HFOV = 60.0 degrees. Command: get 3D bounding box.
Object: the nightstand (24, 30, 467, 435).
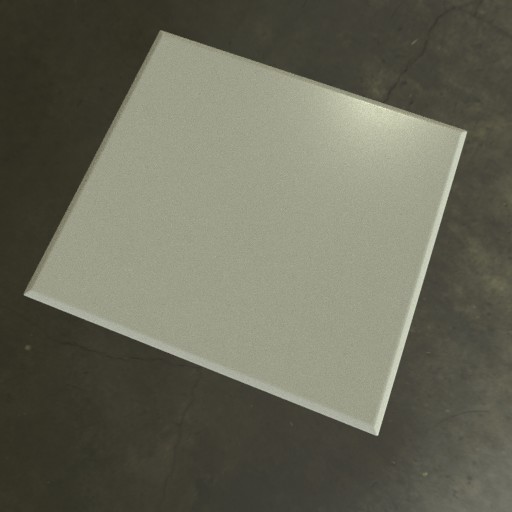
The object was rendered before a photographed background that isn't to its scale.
[{"bbox_3d":[0.000,0.000,0.898,0.505,0.555,0.459,20,76,5],"label":"nightstand"}]
